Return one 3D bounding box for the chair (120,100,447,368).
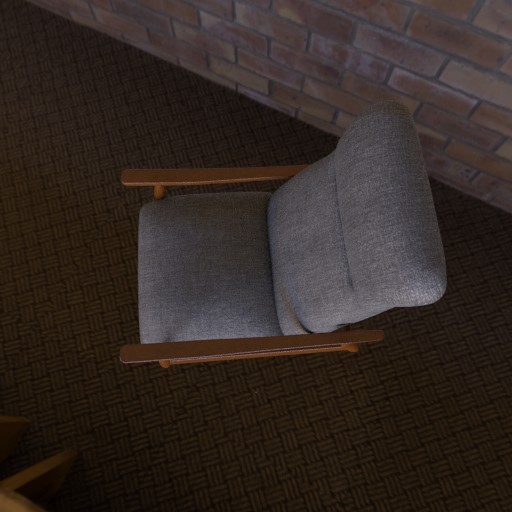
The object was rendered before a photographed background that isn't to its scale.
[{"bbox_3d":[0.000,0.000,1.771,1.030,1.082,0.762,-5,73,-1],"label":"chair"}]
